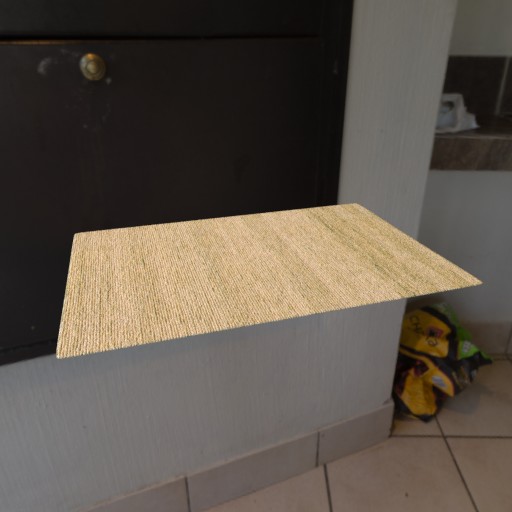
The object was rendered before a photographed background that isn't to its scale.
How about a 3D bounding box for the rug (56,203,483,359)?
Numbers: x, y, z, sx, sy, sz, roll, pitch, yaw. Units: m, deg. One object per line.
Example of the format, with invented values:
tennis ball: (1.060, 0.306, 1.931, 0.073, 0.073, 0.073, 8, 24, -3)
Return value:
rug: (0.000, 0.000, 2.207, 1.758, 0.010, 1.143, -8, 27, -16)
